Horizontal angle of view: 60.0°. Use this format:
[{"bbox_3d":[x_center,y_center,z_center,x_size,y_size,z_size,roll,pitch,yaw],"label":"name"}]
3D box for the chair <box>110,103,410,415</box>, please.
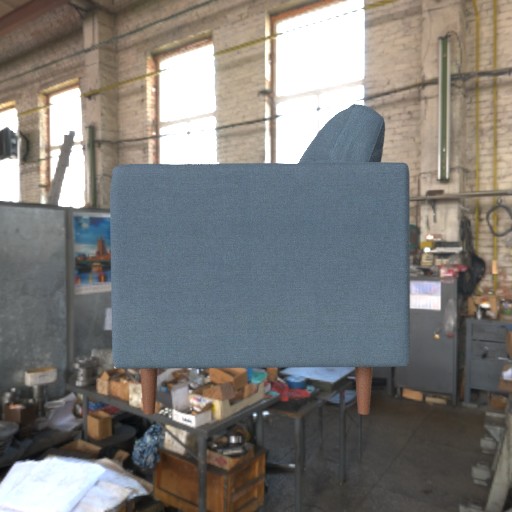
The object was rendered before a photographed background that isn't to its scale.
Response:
[{"bbox_3d":[0.000,0.000,1.568,0.820,0.922,0.855,0,1,0],"label":"chair"}]
